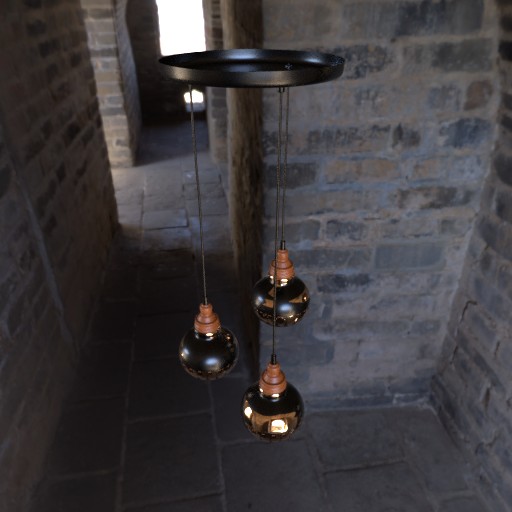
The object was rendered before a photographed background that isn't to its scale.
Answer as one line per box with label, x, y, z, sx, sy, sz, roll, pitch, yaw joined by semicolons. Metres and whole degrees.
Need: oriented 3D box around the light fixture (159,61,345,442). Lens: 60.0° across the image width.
light fixture;0.000;0.000;1.716;0.608;1.410;0.605;18;35;28
